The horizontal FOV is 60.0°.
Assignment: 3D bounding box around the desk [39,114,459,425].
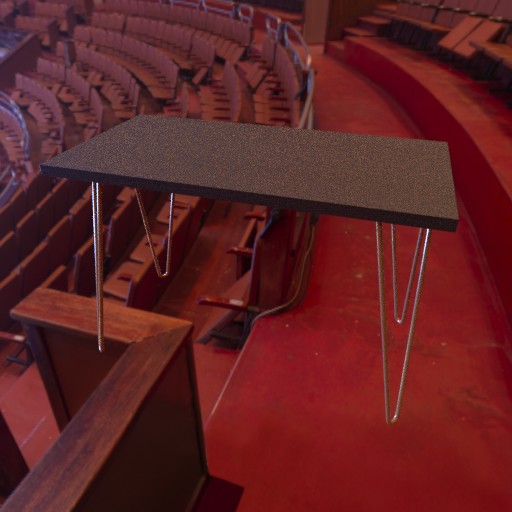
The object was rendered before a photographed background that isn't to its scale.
[{"bbox_3d":[0.000,0.000,1.370,0.991,0.660,0.499,10,34,15],"label":"desk"}]
